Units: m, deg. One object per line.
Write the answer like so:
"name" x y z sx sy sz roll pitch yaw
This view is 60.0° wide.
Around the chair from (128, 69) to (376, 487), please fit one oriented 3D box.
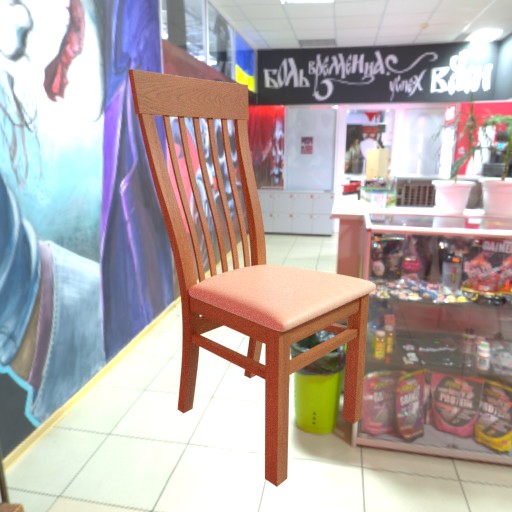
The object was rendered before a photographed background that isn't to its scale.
"chair" 0.000 0.000 1.329 0.580 1.050 0.450 13 19 42
